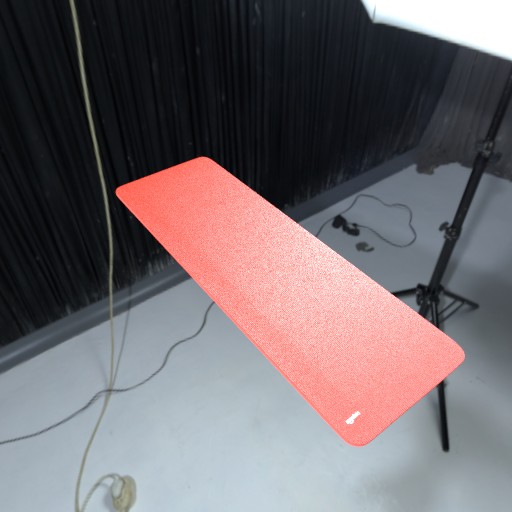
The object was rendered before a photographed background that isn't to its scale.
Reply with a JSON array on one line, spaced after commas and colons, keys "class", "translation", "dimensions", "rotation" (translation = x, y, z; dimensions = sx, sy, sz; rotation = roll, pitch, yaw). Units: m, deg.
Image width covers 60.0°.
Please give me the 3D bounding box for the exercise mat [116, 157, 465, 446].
[{"class": "exercise mat", "translation": [0.000, 0.000, 2.087], "dimensions": [0.616, 0.021, 1.869], "rotation": [-27, 49, -27]}]
